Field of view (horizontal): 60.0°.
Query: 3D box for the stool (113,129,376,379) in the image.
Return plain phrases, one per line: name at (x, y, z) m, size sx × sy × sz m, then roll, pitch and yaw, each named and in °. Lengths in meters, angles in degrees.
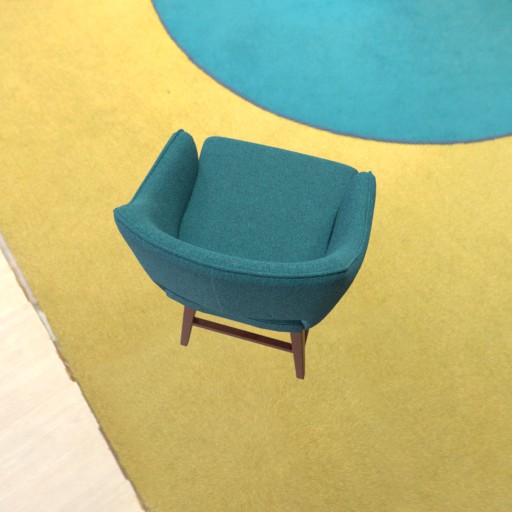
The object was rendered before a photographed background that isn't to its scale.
stool at (0.000, 0.000, 1.284) m, size 0.548 × 0.961 × 0.556 m, roll 14°, pitch 65°, yaw 7°
